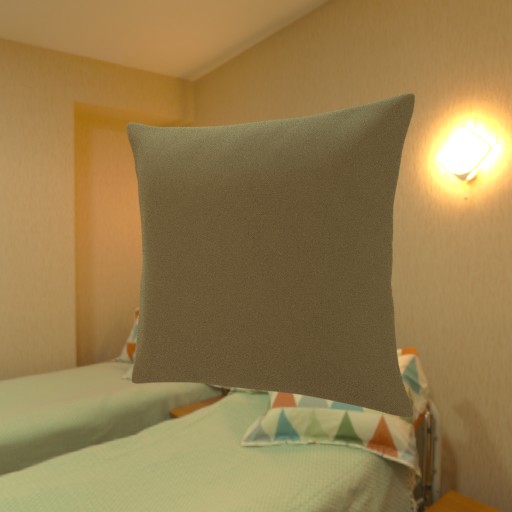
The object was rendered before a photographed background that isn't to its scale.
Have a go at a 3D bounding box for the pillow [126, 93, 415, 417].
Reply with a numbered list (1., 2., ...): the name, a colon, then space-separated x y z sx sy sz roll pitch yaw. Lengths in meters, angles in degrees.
1. pillow: 0.000 0.000 0.779 0.525 0.508 0.166 1 2 19
